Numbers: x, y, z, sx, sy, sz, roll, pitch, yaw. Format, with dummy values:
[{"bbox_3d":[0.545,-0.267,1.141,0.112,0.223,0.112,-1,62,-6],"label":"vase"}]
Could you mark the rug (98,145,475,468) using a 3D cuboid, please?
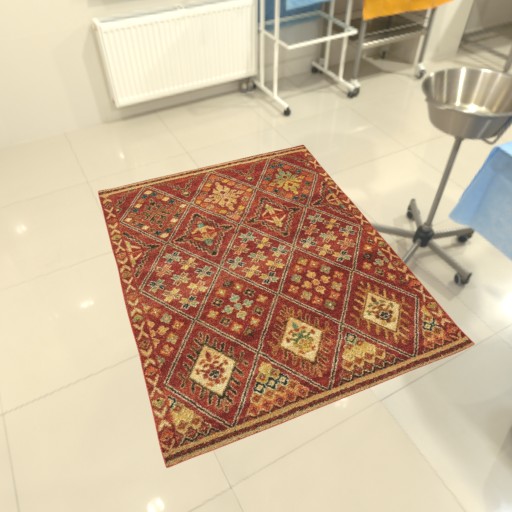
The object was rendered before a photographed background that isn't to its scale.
[{"bbox_3d":[0.000,0.000,4.158,2.489,0.030,3.086,-16,49,-15],"label":"rug"}]
